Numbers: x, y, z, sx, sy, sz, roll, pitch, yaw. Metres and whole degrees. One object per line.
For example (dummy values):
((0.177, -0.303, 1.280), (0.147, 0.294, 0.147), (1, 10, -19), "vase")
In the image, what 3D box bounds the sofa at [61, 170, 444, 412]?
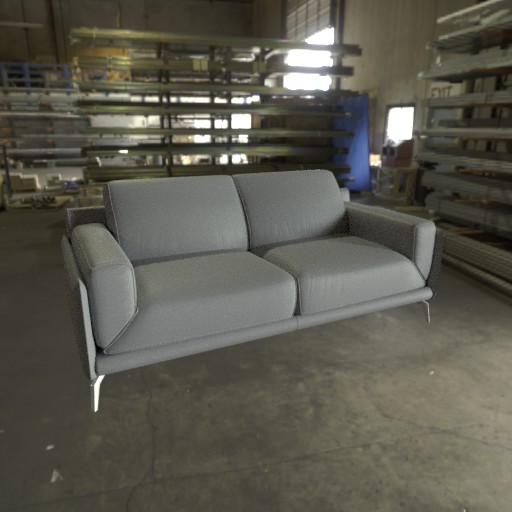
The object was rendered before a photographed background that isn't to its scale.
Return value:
((0.000, 0.000, 2.633), (2.100, 0.900, 0.969), (-8, 18, -26), "sofa")
